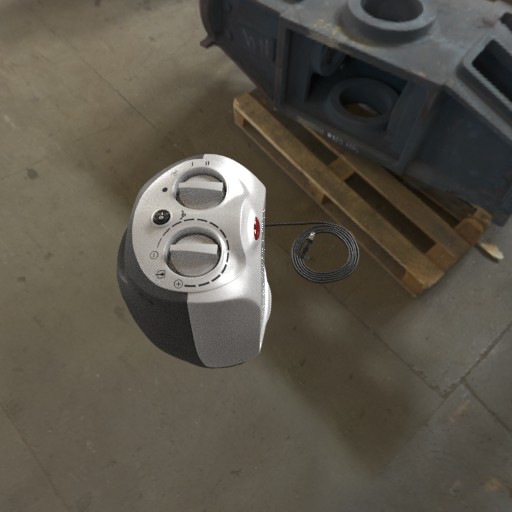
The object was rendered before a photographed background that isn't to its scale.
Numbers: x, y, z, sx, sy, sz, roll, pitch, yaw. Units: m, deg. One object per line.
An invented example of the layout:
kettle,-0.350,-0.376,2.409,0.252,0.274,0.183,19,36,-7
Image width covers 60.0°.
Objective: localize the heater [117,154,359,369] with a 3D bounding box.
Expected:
heater,0.000,0.000,0.499,0.291,0.255,0.239,2,64,1
